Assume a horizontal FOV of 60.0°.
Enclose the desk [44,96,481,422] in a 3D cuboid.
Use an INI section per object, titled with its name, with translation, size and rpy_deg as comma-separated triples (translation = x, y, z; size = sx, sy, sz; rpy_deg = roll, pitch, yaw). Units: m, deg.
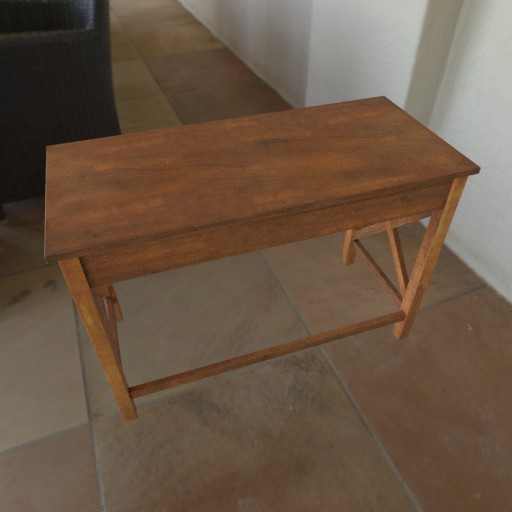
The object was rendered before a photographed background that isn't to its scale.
[desk]
translation = 0.000, 0.000, 1.504
size = 1.117, 0.762, 0.508
rpy_deg = -13, 44, -14
